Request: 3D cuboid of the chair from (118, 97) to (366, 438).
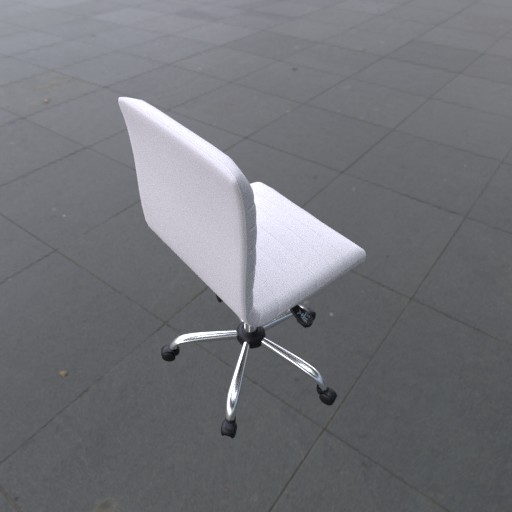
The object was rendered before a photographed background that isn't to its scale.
[{"bbox_3d":[0.000,0.000,1.044,0.455,0.750,0.520,-27,48,-28],"label":"chair"}]
